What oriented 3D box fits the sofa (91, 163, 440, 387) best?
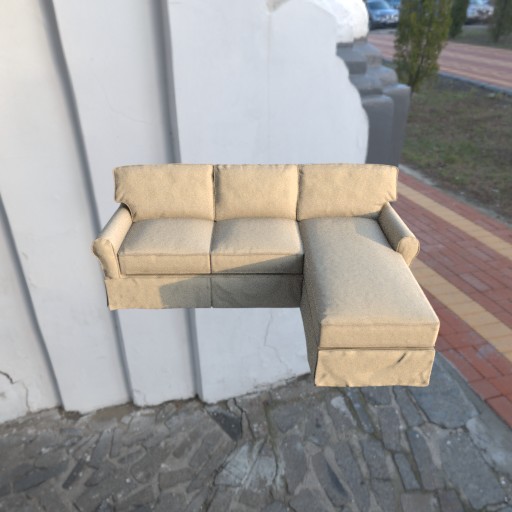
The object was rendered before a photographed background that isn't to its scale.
[{"bbox_3d":[0.000,0.000,3.355,2.475,0.978,1.733,0,30,0],"label":"sofa"}]
